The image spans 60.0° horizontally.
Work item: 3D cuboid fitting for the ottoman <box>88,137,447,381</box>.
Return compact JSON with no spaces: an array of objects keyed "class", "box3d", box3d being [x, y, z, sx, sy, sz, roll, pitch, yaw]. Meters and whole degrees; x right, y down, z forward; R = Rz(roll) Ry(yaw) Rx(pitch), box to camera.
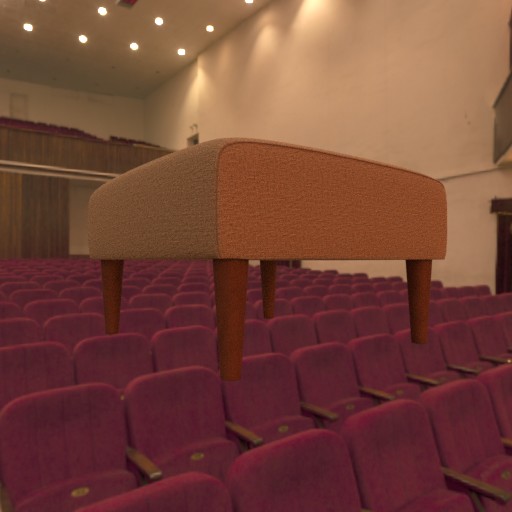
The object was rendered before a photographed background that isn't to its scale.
[{"class":"ottoman","box3d":[0.000,0.000,1.080,0.649,0.398,0.650,1,-1,-37]}]
